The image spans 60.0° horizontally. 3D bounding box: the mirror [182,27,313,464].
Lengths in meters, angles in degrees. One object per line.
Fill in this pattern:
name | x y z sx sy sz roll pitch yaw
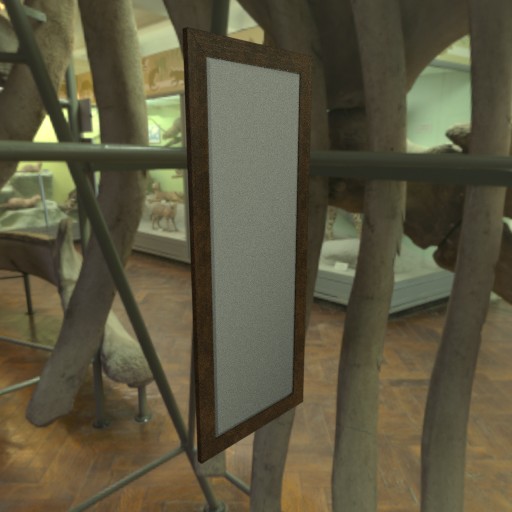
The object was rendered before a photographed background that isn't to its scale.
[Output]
mirror | 0.000 0.000 2.304 0.812 2.031 0.032 -13 19 -43
